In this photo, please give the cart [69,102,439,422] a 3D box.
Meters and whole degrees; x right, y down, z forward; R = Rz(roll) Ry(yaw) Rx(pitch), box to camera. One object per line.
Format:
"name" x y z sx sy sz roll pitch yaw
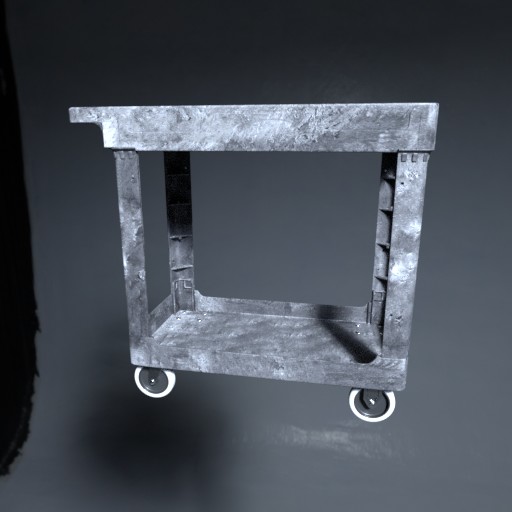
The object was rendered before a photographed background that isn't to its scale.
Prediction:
"cart" 0.000 0.000 1.316 0.877 0.824 0.420 3 15 10
